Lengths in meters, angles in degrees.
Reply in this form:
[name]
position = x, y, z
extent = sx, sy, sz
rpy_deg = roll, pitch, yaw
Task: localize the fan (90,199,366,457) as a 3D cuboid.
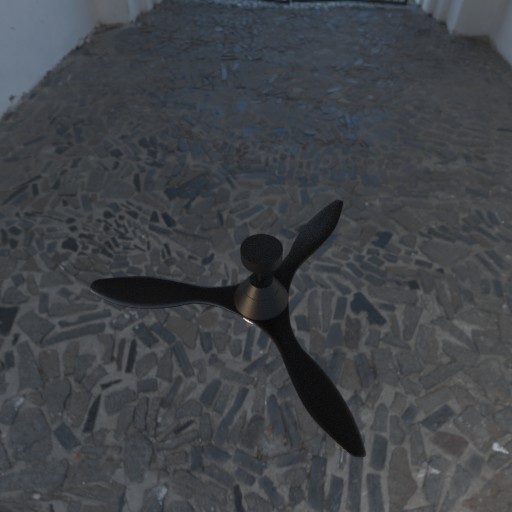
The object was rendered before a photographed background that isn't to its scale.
[fan]
position = 0.000, 0.000, 1.621
extent = 1.067, 0.305, 1.067
rpy_deg = 16, 49, 15
